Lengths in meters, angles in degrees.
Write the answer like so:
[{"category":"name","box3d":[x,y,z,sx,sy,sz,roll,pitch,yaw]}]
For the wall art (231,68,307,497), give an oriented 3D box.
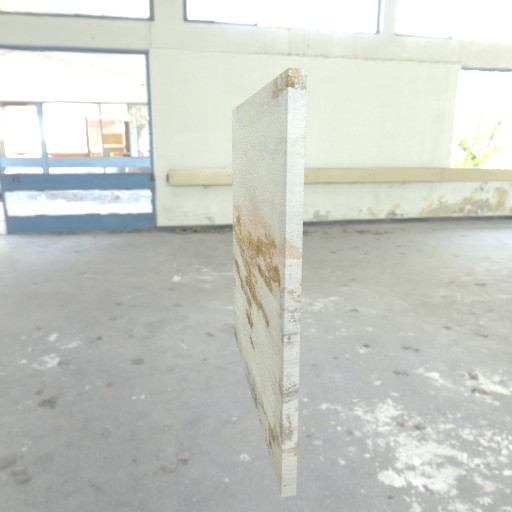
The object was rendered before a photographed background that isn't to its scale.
[{"category":"wall art","box3d":[0.000,0.000,1.495,0.040,1.018,1.015,-2,14,-9]}]
